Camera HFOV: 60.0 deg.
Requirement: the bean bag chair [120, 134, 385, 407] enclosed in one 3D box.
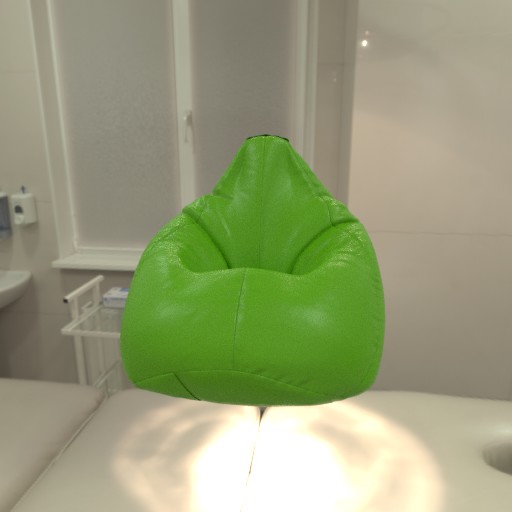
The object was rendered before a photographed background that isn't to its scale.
[{"bbox_3d":[0.000,0.000,1.871,1.070,0.990,1.070,2,16,8],"label":"bean bag chair"}]
